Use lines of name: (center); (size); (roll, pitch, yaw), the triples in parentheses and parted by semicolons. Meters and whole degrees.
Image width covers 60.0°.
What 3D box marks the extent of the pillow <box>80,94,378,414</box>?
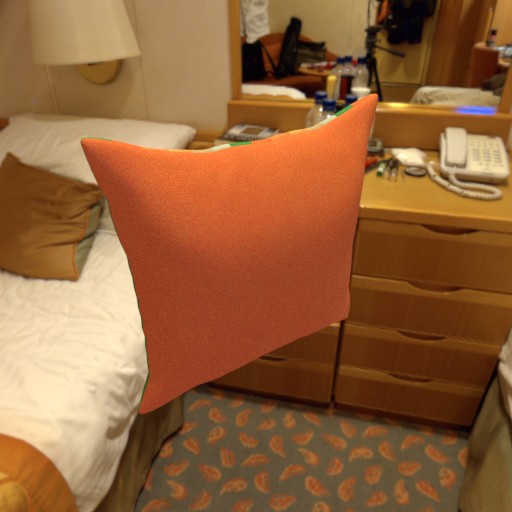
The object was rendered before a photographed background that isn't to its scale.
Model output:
pillow: (0.000, 0.000, 0.698); (0.453, 0.444, 0.169); (-19, 36, -28)
